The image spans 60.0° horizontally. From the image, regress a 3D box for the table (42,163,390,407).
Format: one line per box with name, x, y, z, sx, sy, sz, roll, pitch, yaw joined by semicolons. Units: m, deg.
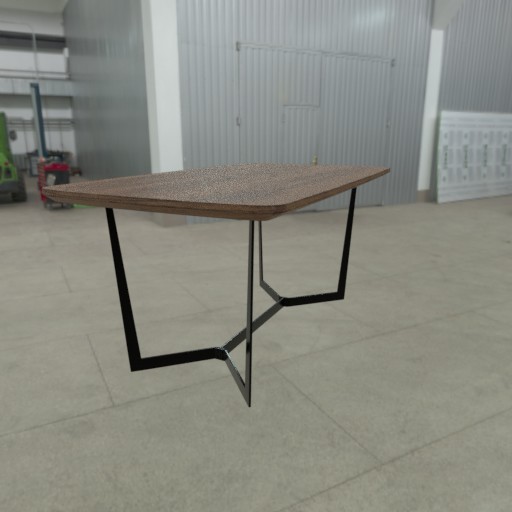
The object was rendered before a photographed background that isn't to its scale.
table;0.000;0.000;2.124;0.949;0.765;1.643;8;17;26
